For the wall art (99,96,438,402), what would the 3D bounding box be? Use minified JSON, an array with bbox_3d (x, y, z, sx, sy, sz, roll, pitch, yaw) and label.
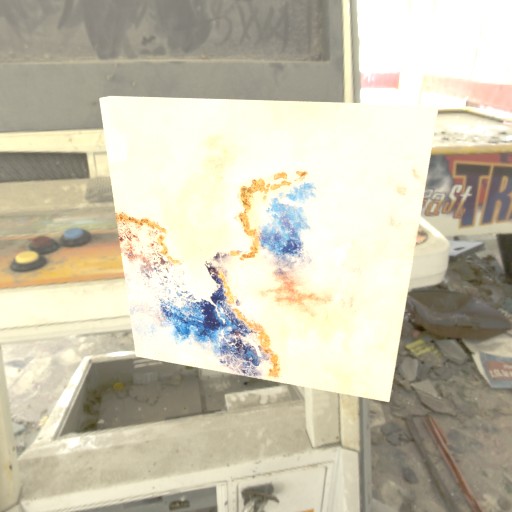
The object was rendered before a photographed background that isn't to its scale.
[{"bbox_3d":[0.000,0.000,1.602,1.061,1.061,0.071,7,26,14],"label":"wall art"}]
